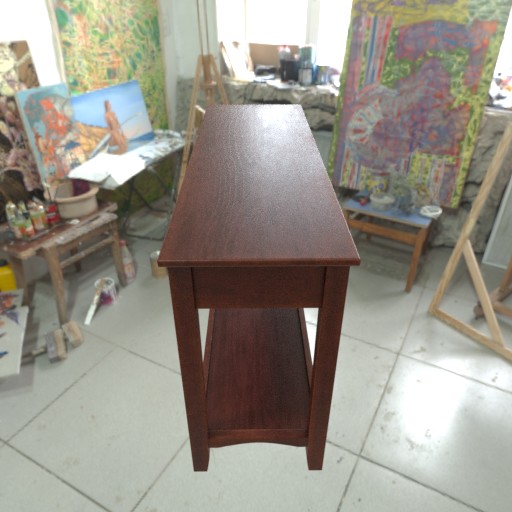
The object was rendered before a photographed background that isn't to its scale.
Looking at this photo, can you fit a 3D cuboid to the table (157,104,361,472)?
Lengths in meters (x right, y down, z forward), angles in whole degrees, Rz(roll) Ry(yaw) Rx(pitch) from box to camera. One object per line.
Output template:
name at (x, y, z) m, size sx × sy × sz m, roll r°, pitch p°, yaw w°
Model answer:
table at (0.000, 0.000, 1.543) m, size 0.392 × 0.739 × 1.188 m, roll 0°, pitch 33°, yaw -1°
